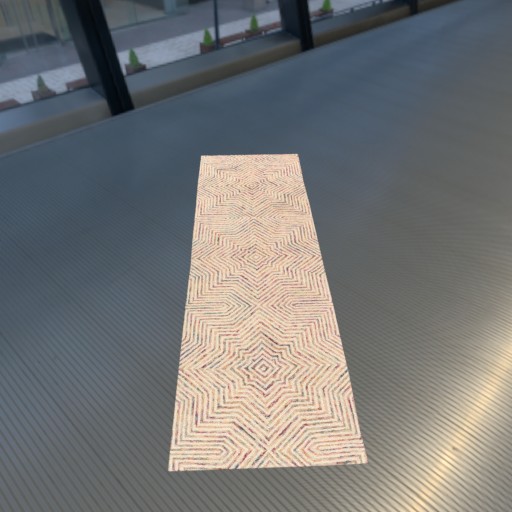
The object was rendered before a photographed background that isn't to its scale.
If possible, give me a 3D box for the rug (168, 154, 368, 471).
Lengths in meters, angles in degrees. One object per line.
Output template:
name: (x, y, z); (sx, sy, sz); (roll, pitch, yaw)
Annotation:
rug: (0.000, 0.000, 2.598); (0.771, 0.009, 2.443); (-2, 41, -2)
